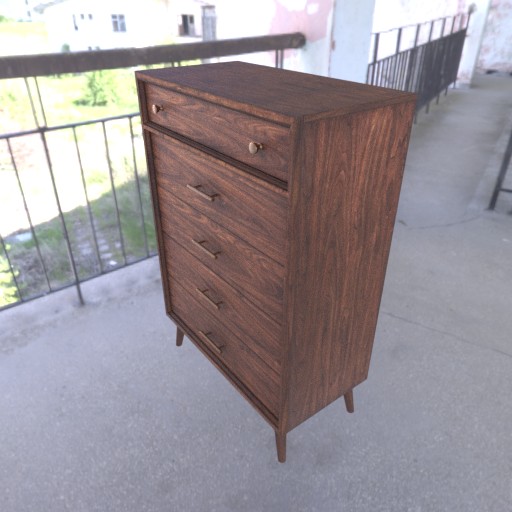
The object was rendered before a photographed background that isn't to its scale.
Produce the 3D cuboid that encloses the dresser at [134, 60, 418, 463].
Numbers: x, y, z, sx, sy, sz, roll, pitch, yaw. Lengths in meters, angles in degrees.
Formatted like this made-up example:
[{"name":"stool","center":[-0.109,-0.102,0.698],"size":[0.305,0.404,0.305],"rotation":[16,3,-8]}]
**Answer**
[{"name":"dresser","center":[0.000,0.000,1.834],"size":[0.498,1.365,0.919],"rotation":[-21,37,-31]}]
